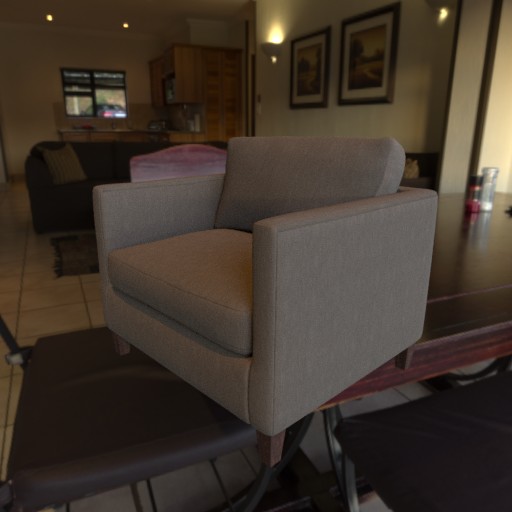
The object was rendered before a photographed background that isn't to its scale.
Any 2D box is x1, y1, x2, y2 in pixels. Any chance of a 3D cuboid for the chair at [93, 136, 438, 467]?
[{"bbox_3d":[0.000,0.000,1.847,0.959,0.963,1.107,-15,22,-42],"label":"chair"}]
